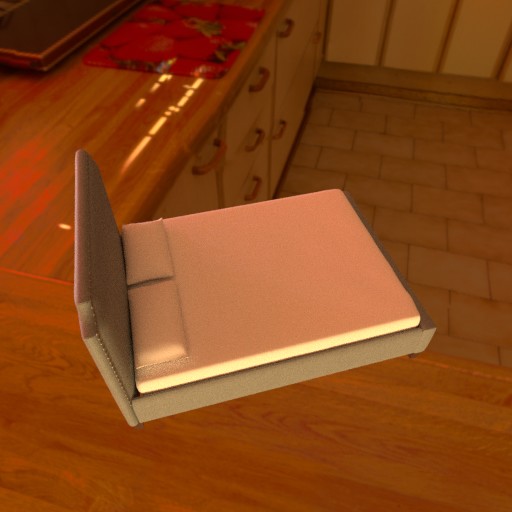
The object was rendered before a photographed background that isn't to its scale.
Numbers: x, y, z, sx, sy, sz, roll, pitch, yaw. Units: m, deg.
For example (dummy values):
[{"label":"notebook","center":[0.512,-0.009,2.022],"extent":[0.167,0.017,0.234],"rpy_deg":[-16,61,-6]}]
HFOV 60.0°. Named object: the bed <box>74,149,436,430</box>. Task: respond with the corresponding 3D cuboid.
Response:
[{"label":"bed","center":[0.000,0.000,3.467],"extent":[2.372,1.443,1.712],"rpy_deg":[-11,48,-10]}]
